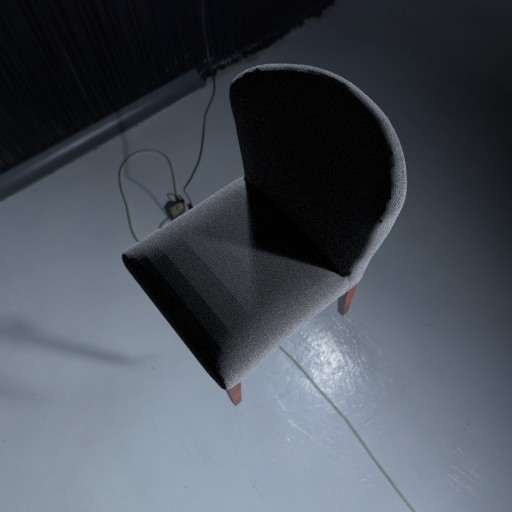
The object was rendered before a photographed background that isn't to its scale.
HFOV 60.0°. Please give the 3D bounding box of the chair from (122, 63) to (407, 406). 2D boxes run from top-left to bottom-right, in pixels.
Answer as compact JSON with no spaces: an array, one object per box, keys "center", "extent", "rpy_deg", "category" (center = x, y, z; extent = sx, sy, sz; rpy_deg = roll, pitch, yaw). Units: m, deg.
[{"center":[0.000,0.000,1.225],"extent":[0.589,0.839,0.491],"rpy_deg":[-37,69,-17],"category":"chair"}]
